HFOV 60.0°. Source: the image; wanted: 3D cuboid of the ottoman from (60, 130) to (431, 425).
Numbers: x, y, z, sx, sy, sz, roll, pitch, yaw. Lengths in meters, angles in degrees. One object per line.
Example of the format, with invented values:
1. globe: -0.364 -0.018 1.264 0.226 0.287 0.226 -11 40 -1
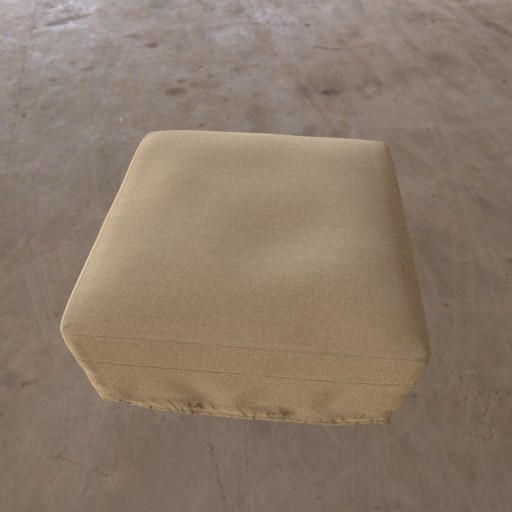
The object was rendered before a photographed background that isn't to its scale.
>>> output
1. ottoman: 0.000 0.000 1.347 0.840 0.436 0.843 4 48 3
